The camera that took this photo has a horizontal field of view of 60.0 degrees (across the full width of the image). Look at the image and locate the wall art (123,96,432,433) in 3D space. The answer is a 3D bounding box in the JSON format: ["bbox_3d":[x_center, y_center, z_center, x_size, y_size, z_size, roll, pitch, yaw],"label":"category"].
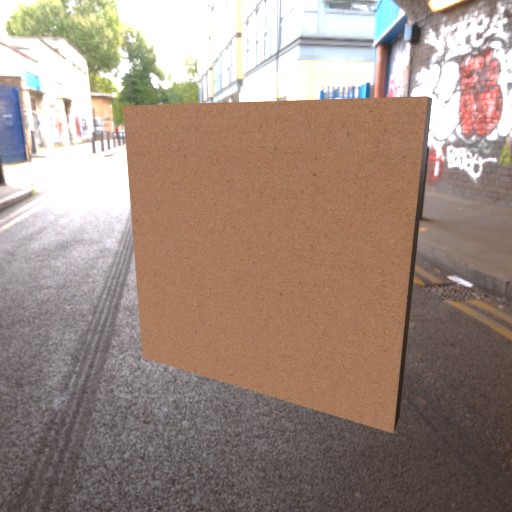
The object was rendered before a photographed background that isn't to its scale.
[{"bbox_3d":[0.000,0.000,0.485,0.327,0.318,0.029,8,18,27],"label":"wall art"}]
